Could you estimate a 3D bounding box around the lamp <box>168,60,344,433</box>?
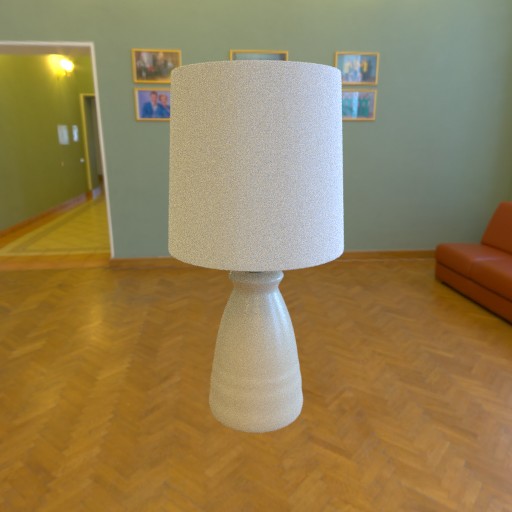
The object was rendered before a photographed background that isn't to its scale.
[{"bbox_3d":[0.000,0.000,0.482,0.186,0.369,0.186,0,15,0],"label":"lamp"}]
